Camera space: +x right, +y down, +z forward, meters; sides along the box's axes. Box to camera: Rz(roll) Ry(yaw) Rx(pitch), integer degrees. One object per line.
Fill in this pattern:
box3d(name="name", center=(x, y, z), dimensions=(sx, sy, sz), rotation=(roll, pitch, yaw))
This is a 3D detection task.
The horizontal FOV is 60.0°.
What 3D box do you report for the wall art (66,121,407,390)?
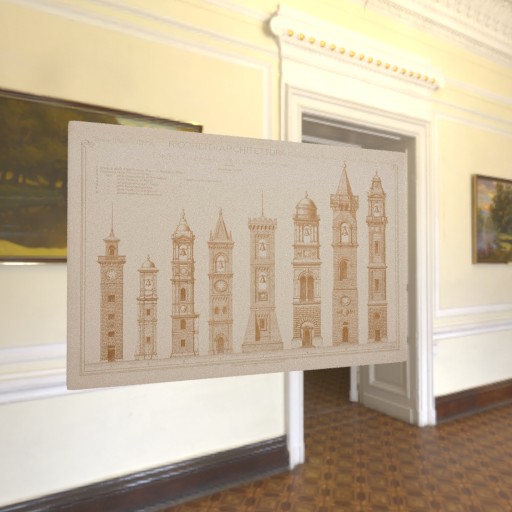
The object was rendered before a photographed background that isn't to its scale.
box3d(name="wall art", center=(0.000, 0.000, 0.485), dimensions=(0.380, 0.254, 0.019), rotation=(0, -1, -19))
